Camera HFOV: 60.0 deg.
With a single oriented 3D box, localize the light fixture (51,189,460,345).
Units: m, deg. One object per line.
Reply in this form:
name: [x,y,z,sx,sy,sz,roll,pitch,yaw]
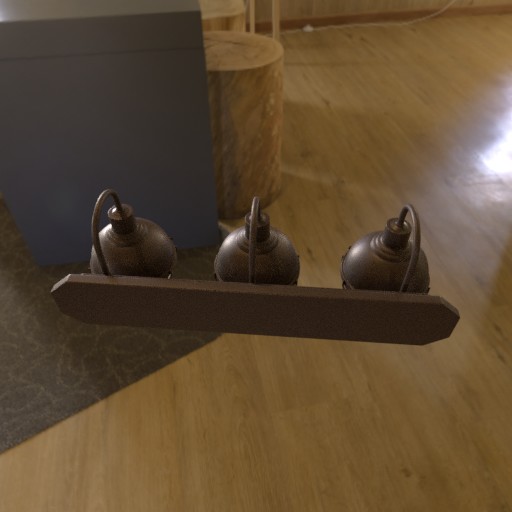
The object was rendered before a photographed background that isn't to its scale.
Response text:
light fixture: [0.000,0.000,0.767,0.634,0.254,0.229,3,46,3]
